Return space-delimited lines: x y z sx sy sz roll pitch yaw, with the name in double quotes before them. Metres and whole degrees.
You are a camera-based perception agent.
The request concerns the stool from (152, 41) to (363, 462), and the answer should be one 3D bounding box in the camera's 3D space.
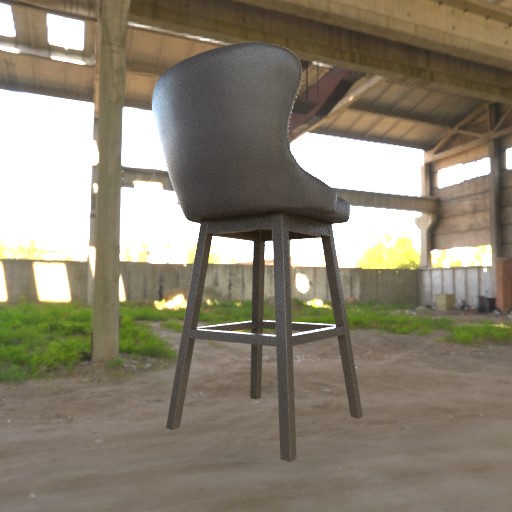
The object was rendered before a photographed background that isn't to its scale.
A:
"stool" 0.000 0.000 1.384 0.528 1.050 0.601 -3 -4 35
